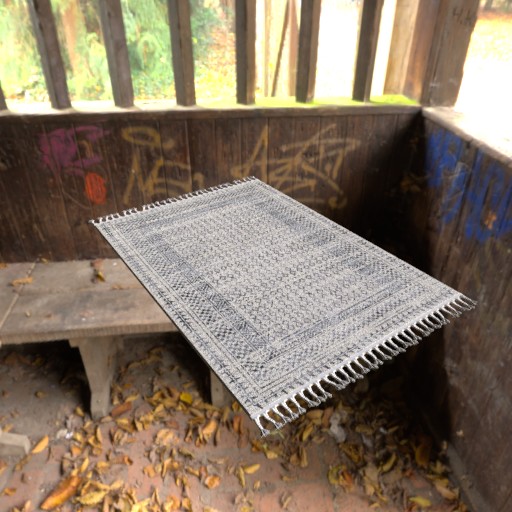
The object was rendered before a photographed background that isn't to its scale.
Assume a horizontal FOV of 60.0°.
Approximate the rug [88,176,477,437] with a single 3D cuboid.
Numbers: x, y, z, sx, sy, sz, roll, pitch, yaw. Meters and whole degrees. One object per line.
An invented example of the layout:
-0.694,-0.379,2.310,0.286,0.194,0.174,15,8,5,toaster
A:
0.000,0.000,2.395,1.243,0.013,1.872,-21,38,-29,rug
